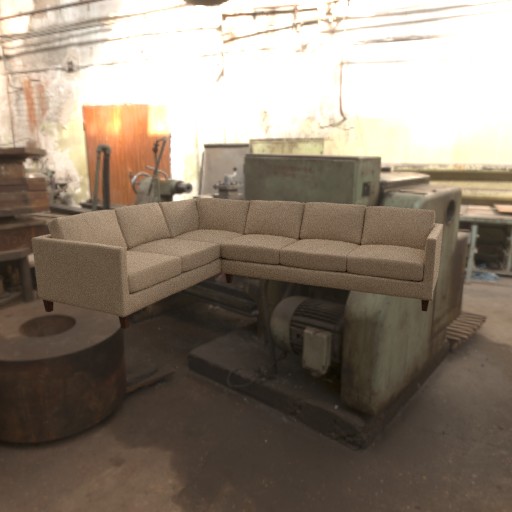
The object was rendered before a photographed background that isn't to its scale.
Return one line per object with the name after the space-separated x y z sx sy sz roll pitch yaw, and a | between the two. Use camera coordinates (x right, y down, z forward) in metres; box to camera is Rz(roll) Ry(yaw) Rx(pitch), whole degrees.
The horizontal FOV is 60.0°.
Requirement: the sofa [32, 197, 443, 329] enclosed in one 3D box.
0.000 0.000 4.277 3.182 0.863 2.432 6 14 25 | sofa
